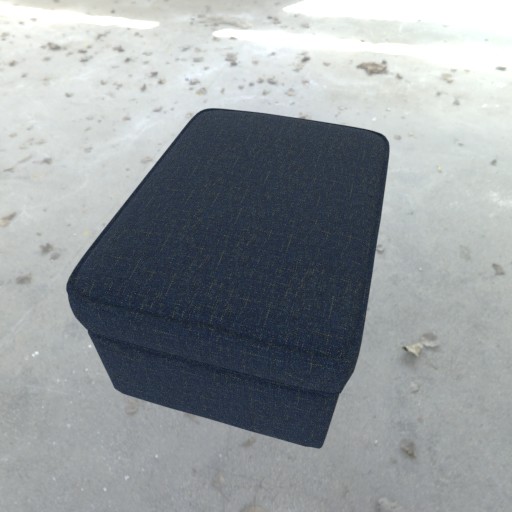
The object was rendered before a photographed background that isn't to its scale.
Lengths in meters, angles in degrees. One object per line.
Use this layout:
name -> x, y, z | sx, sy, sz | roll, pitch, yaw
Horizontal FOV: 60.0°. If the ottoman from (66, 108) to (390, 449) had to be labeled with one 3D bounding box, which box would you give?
ottoman -> 0.000, 0.000, 1.113 | 0.549, 0.450, 0.749 | 12, 47, 11
